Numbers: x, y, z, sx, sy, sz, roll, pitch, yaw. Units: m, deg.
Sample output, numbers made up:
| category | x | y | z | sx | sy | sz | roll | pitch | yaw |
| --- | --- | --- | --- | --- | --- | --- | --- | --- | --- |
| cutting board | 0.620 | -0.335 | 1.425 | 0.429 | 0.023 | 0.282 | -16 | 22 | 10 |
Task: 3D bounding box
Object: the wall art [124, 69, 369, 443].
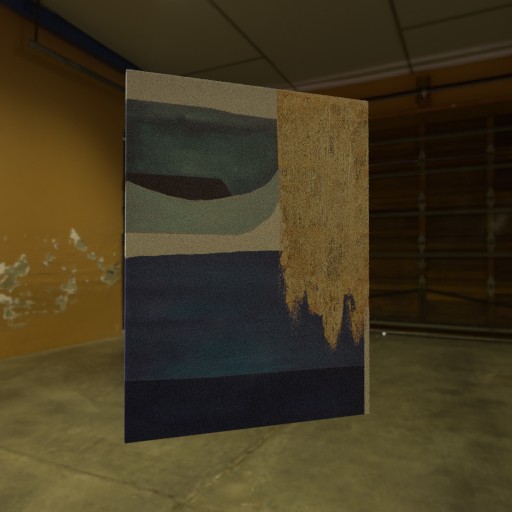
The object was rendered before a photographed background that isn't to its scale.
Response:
| category | x | y | z | sx | sy | sz | roll | pitch | yaw |
| --- | --- | --- | --- | --- | --- | --- | --- | --- | --- |
| wall art | 0.000 | 0.000 | 0.810 | 0.458 | 0.613 | 0.026 | 0 | -1 | -18 |
